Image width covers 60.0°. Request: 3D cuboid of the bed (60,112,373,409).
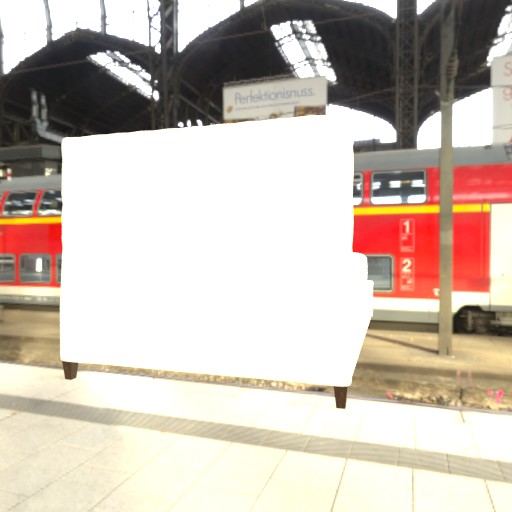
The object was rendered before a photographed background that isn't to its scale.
[{"bbox_3d":[0.000,0.000,3.472,1.698,1.427,2.387,0,1,17],"label":"bed"}]
